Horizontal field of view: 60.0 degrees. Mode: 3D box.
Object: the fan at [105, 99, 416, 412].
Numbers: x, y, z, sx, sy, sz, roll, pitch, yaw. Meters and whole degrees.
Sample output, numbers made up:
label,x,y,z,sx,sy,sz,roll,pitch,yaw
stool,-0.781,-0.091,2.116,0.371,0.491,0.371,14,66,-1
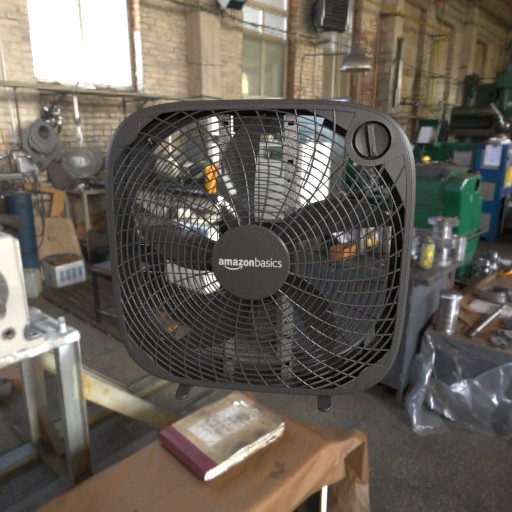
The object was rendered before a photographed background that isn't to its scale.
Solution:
label,x,y,z,sx,sy,sz,roll,pitch,yaw
fan,0.000,0.000,0.806,0.526,0.533,0.142,2,15,8
